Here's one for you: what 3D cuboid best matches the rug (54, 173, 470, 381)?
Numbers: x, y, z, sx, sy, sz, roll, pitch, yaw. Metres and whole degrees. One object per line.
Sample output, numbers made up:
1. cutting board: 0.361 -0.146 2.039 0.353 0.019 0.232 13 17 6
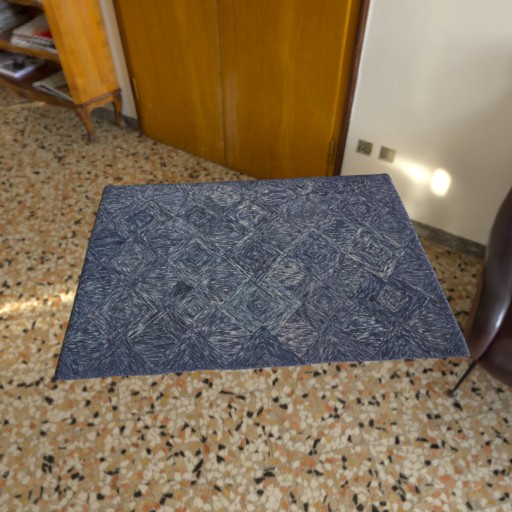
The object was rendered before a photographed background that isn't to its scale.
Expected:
1. rug: 0.000 0.000 4.216 3.245 0.024 2.385 -3 47 -3
